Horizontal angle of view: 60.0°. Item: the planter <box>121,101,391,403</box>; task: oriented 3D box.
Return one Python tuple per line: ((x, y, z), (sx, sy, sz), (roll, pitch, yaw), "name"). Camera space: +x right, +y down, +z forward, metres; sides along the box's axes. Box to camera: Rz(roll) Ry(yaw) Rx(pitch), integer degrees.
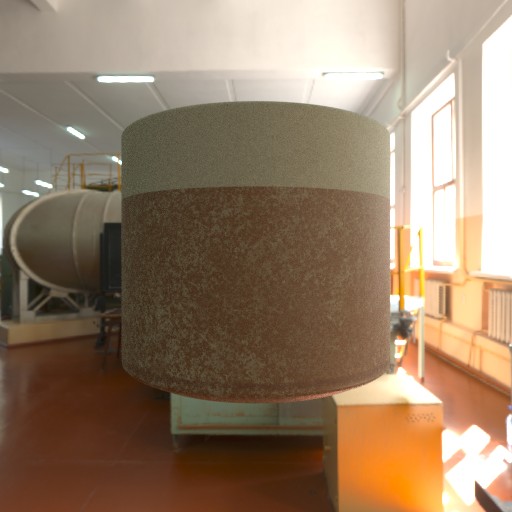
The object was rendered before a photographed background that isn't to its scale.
((0.000, 0.000, 0.273), (0.159, 0.138, 0.159), (0, 0, 0), "planter")
